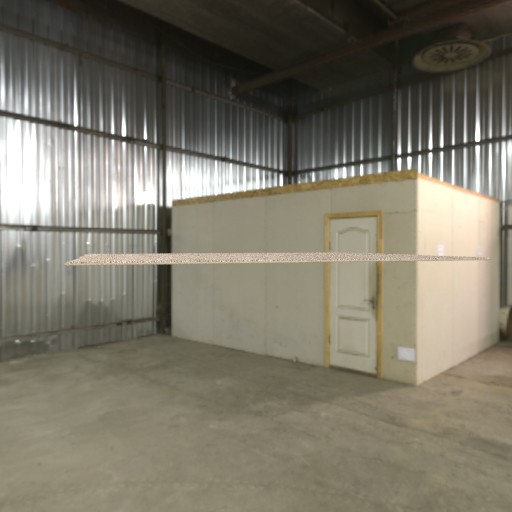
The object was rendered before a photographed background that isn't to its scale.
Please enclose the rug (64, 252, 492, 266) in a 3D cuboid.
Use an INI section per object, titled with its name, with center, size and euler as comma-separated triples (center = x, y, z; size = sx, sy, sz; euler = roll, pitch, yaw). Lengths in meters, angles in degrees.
[rug]
center = 0.000, 0.000, 4.100
size = 3.052, 0.030, 2.429
euler = 0, 1, -18
